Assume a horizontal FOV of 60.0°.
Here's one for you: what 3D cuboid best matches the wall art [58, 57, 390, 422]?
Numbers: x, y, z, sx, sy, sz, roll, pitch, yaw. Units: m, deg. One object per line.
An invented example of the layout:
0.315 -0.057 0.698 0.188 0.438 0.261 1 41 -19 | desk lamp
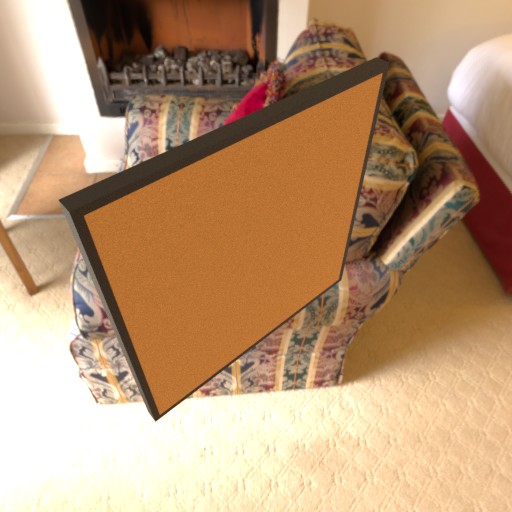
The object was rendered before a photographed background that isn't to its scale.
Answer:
0.000 0.000 1.111 0.763 0.763 0.038 -33 55 -27 | wall art
